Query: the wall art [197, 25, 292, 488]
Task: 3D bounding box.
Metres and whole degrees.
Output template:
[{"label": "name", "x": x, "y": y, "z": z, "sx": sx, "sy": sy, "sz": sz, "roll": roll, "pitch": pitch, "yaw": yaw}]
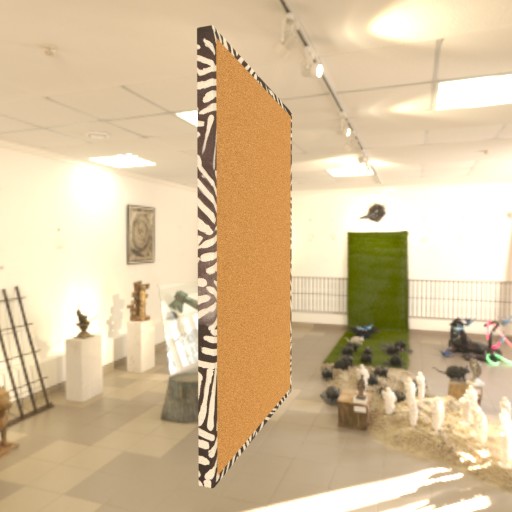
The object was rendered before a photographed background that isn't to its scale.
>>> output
[{"label": "wall art", "x": 0.000, "y": 0.000, "z": 1.170, "sx": 0.035, "sy": 0.918, "sz": 0.615, "roll": 1, "pitch": 2, "yaw": 19}]
